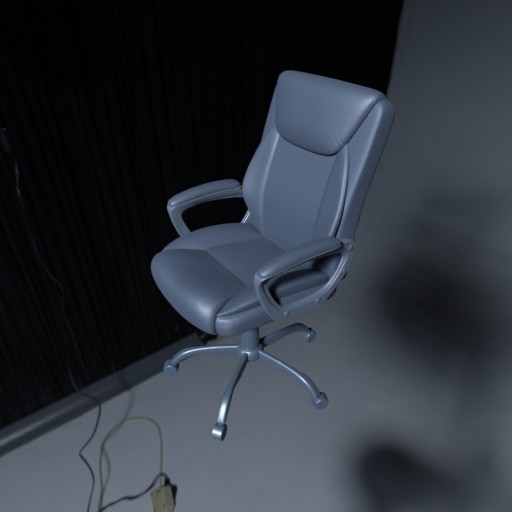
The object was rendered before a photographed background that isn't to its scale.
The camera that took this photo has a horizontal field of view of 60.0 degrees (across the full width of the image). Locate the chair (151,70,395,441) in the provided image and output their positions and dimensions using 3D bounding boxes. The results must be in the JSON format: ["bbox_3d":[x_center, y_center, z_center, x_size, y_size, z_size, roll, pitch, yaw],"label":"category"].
[{"bbox_3d":[0.000,0.000,1.491,0.655,1.072,0.615,-21,38,-30],"label":"chair"}]
